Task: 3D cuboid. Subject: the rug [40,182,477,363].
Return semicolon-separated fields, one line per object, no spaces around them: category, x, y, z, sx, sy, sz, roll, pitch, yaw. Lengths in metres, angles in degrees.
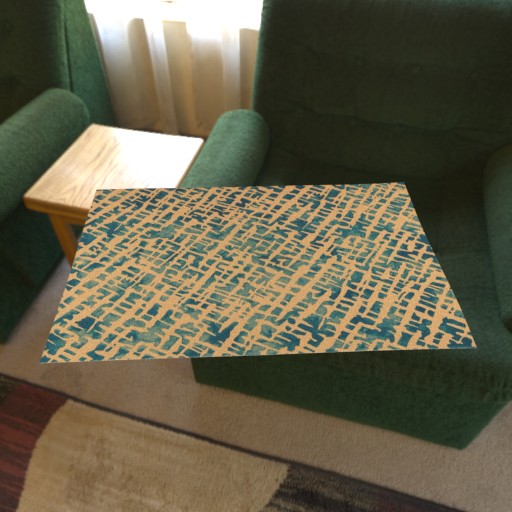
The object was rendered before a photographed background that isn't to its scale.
rug;0.000;0.000;2.992;2.447;0.011;1.520;-2;47;-2
